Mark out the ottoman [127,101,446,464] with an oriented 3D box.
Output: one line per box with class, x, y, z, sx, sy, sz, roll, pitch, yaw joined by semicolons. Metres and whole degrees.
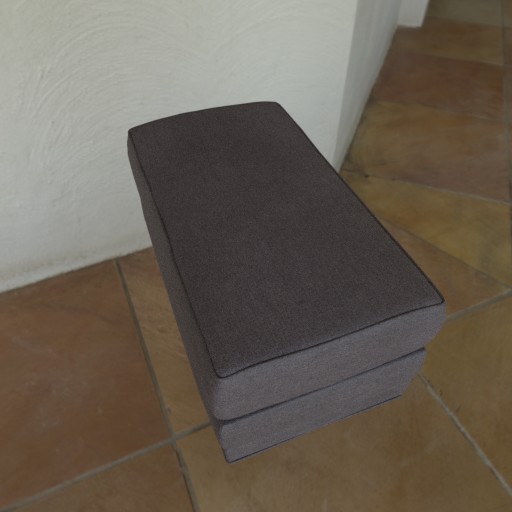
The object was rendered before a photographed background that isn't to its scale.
ottoman;0.000;0.000;1.166;0.490;0.448;0.864;-16;48;-14
